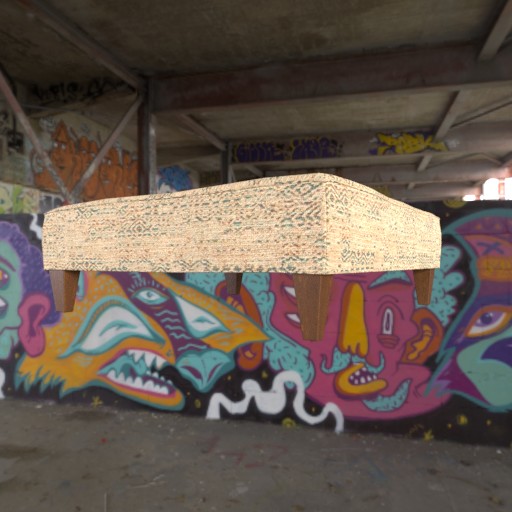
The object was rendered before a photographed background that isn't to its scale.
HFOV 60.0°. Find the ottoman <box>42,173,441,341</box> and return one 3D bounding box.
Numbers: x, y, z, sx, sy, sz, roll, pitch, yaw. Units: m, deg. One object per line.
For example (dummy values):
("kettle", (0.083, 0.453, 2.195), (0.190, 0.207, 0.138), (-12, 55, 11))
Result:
("ottoman", (0.000, 0.000, 1.522), (1.004, 0.356, 0.968), (0, -1, 35))
